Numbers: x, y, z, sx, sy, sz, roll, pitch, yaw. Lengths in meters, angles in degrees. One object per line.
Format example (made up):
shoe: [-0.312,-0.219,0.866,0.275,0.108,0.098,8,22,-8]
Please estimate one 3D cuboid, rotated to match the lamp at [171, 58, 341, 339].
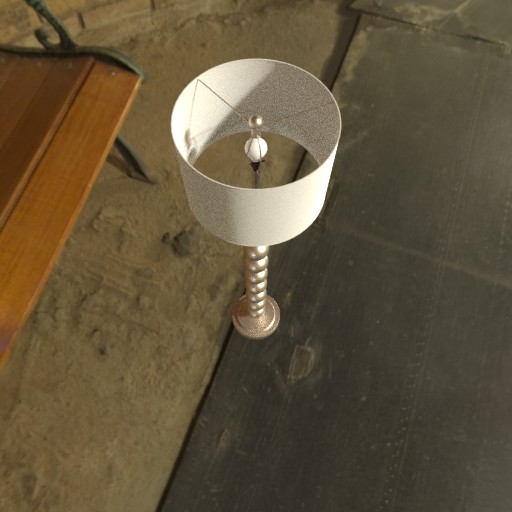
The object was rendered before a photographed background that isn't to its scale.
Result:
lamp: [0.000,0.000,1.678,0.394,1.474,0.394,-16,65,-7]
